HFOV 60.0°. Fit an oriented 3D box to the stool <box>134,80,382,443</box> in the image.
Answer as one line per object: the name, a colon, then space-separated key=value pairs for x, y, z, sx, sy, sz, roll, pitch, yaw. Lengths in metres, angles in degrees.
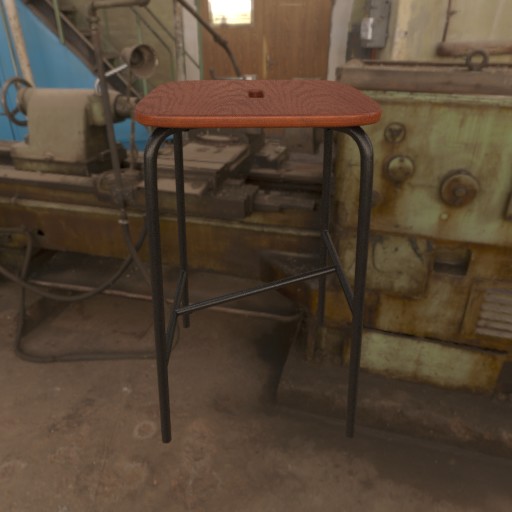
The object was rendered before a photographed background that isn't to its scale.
stool: x=0.000 y=0.000 z=0.876 sx=0.376 sy=0.610 sz=0.376 roll=-1 pitch=28 yaw=-2
